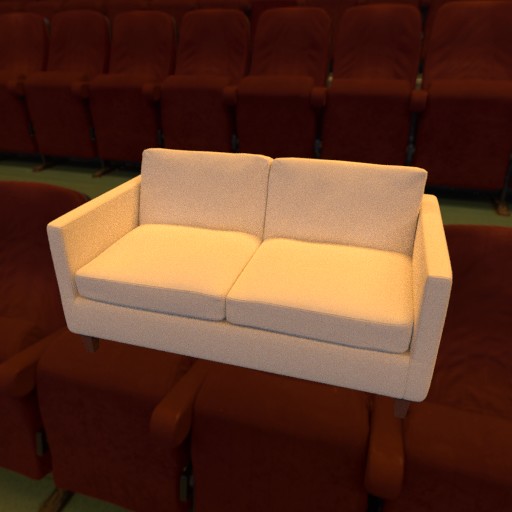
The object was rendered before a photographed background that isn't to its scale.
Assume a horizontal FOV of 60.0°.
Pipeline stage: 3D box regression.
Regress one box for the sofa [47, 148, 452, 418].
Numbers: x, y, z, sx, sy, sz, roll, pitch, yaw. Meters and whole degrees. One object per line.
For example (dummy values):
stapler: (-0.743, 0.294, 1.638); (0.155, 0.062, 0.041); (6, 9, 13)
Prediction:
sofa: (0.000, 0.000, 2.223); (1.702, 0.888, 0.964); (8, 27, 15)
